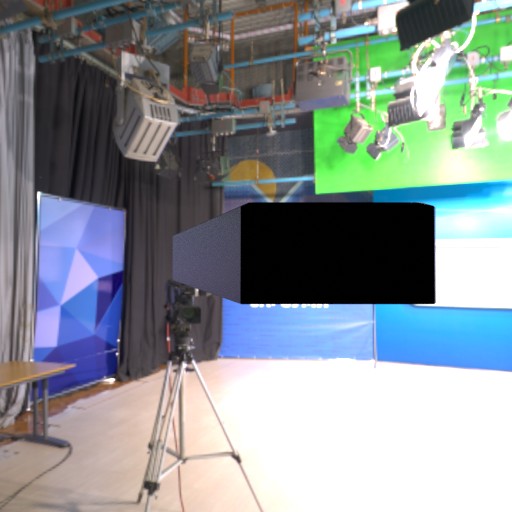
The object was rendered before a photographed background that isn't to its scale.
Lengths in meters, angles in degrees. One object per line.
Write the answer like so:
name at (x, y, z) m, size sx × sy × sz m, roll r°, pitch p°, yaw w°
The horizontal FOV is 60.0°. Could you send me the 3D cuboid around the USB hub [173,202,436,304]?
USB hub at (0.000, 0.000, 0.163) m, size 0.044 × 0.023 × 0.145 m, roll 0°, pitch -1°, yaw -17°
